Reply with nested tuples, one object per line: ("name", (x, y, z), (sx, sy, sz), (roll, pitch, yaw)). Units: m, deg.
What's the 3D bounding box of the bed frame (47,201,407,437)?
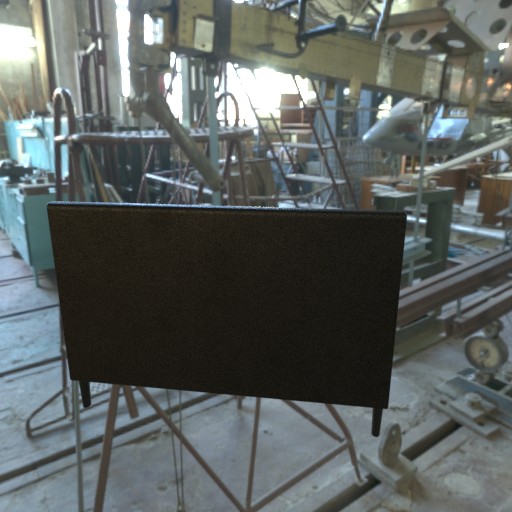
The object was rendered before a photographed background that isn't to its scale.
("bed frame", (0.000, 0.000, 3.209), (1.634, 1.127, 2.318), (3, 17, 8))
